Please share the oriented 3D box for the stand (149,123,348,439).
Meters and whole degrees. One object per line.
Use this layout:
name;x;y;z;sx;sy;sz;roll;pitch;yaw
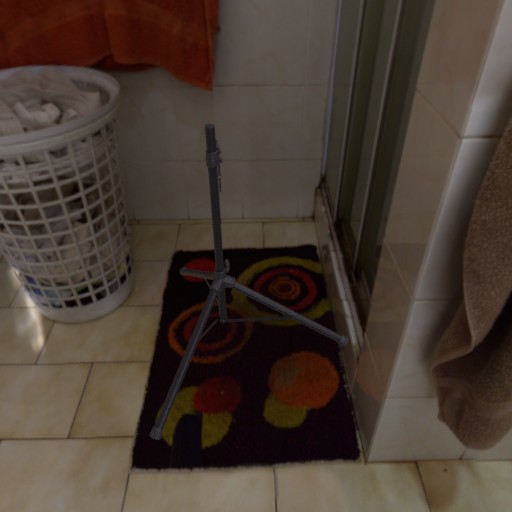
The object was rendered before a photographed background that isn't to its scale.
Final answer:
stand;0.000;0.000;1.843;0.907;1.136;1.045;1;40;1
